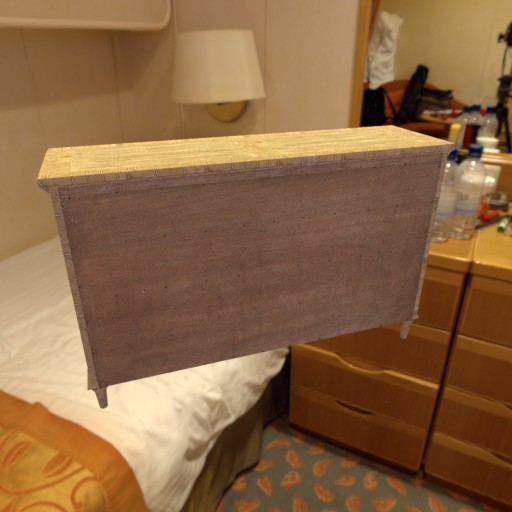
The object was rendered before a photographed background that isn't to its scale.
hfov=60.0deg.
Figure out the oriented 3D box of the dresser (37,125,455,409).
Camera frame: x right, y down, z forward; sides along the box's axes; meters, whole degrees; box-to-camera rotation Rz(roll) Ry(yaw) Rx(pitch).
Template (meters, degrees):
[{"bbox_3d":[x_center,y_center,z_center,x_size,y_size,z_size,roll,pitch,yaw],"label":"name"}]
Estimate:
[{"bbox_3d":[0.000,0.000,2.060,1.626,1.016,0.457,-9,28,-17],"label":"dresser"}]
